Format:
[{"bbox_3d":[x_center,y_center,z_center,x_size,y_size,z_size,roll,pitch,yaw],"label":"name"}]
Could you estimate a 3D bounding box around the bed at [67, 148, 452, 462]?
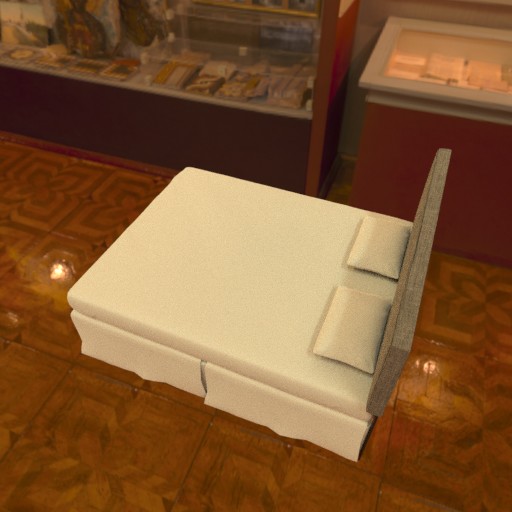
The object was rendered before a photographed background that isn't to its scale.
[{"bbox_3d":[0.000,0.000,2.901,1.958,1.168,1.621,17,47,16],"label":"bed"}]
